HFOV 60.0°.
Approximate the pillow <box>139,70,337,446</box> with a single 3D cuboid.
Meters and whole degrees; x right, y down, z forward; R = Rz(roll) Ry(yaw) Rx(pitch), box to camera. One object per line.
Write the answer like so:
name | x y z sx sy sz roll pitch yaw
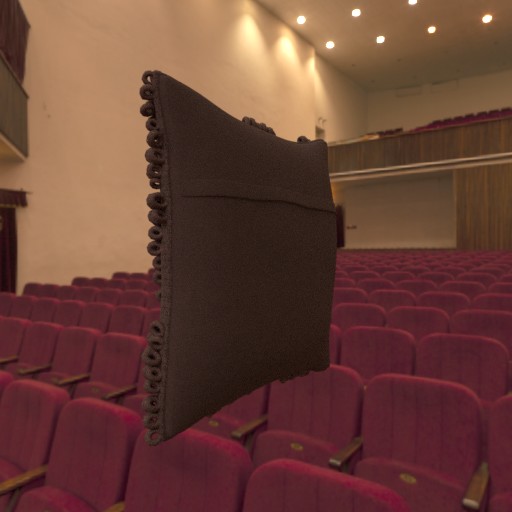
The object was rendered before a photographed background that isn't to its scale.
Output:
pillow | 0.000 0.000 0.725 0.172 0.467 0.470 0 0 36
